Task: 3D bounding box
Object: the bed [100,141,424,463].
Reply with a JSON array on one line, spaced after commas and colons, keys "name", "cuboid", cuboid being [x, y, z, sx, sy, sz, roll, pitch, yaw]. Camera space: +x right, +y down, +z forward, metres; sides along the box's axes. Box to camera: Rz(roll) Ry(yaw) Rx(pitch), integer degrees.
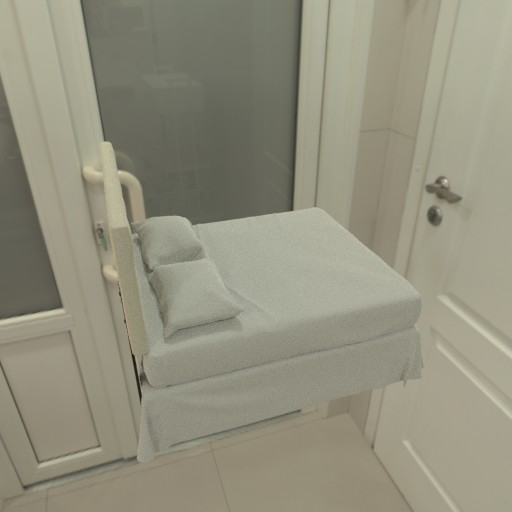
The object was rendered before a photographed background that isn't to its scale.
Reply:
[{"name": "bed", "cuboid": [0.000, 0.000, 3.492, 2.222, 1.577, 1.936, -10, 31, -16]}]
